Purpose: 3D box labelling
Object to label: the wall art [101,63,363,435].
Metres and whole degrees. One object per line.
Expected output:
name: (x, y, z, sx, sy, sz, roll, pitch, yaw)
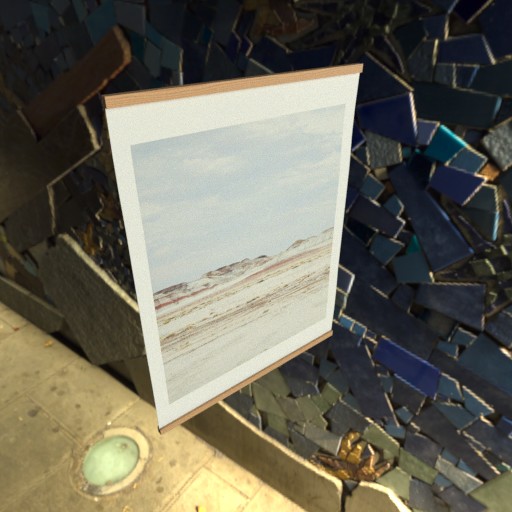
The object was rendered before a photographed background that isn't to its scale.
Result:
wall art: (0.000, 0.000, 0.798, 0.458, 0.605, 0.011, -22, 37, -32)
